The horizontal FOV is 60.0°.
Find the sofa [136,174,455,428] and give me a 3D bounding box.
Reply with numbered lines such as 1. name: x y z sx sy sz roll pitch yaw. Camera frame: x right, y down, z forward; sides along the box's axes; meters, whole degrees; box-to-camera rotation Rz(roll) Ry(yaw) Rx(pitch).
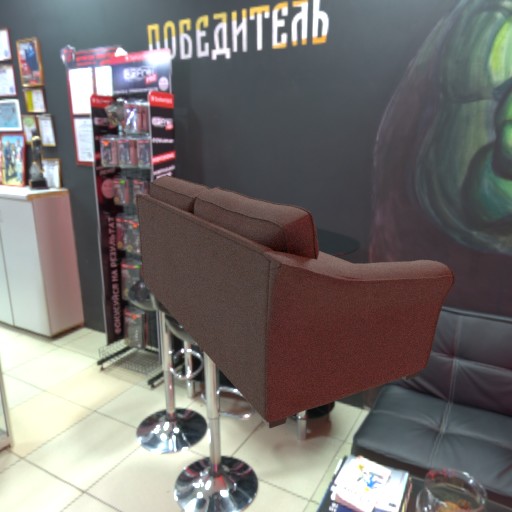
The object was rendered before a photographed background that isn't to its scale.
1. sofa: 0.000 0.000 2.804 0.986 0.906 2.270 -8 17 -27
